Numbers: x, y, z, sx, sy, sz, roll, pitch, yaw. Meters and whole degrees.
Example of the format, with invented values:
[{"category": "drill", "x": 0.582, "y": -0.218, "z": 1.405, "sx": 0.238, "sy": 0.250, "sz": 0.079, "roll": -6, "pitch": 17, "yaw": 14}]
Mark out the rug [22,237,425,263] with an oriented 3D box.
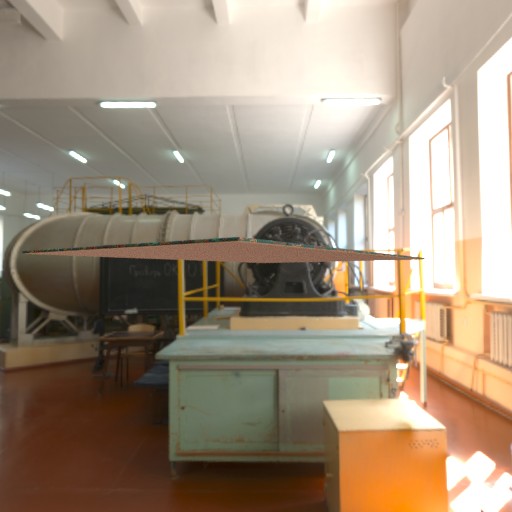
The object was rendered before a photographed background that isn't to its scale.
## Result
[{"category": "rug", "x": 0.000, "y": 0.000, "z": 2.913, "sx": 1.527, "sy": 0.016, "sz": 2.290, "roll": -2, "pitch": -3, "yaw": 36}]
